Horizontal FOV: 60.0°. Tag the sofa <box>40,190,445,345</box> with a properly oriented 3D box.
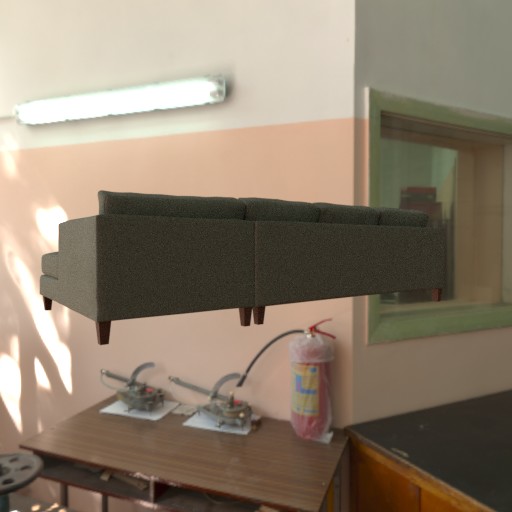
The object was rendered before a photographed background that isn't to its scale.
[{"bbox_3d":[0.000,0.000,3.865,3.186,0.861,1.625,-1,2,-35],"label":"sofa"}]
